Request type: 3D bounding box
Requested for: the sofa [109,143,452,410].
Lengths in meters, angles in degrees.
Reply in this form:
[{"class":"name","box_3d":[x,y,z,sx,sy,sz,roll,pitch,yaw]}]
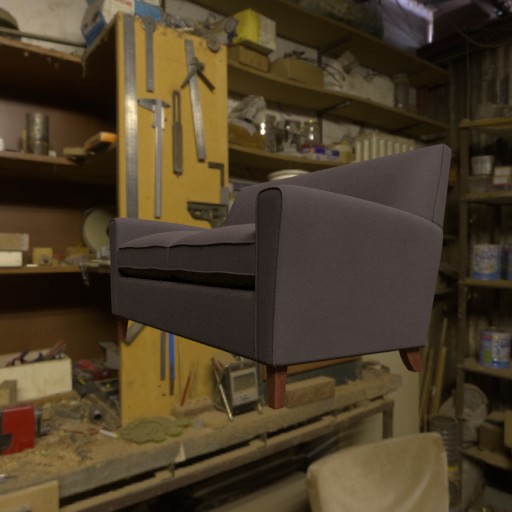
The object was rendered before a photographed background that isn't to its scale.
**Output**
[{"class":"sofa","box_3d":[0.000,0.000,1.974,0.871,0.846,1.420,0,0,-36]}]
